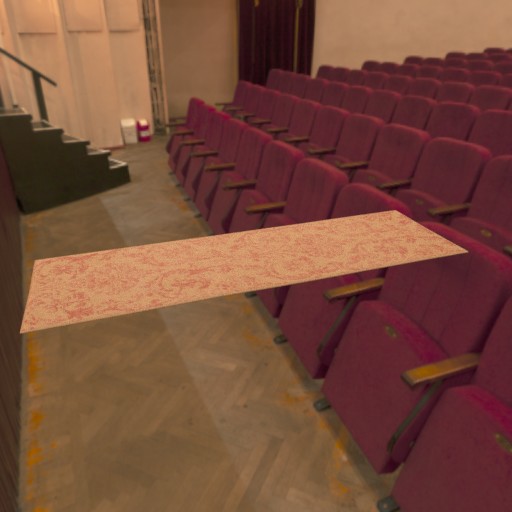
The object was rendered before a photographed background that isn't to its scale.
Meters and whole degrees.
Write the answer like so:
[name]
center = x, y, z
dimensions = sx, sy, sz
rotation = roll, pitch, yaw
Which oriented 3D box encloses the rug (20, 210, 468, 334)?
[rug]
center = 0.000, 0.000, 2.342
dimensions = 2.196, 0.011, 0.662
rotation = -9, 28, -17
